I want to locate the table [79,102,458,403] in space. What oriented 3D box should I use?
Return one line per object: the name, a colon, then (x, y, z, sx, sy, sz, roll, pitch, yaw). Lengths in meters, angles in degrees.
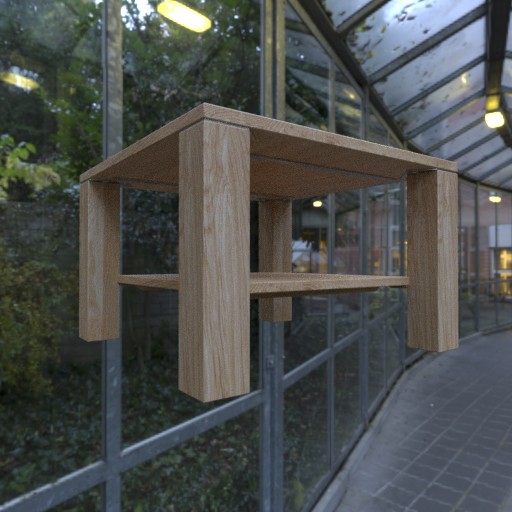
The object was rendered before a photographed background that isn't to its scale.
table: (0.000, 0.000, 1.149, 0.700, 0.450, 0.700, 0, -1, -36)
